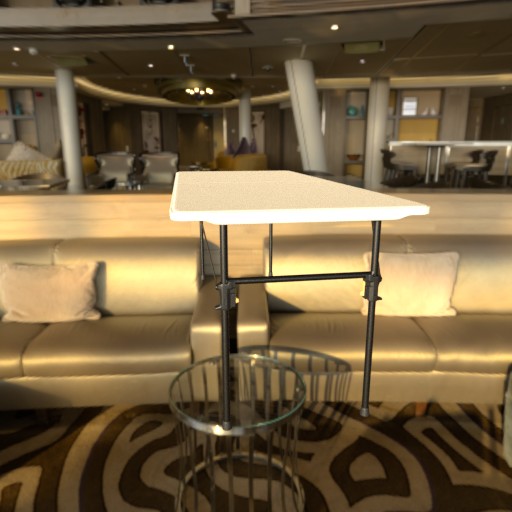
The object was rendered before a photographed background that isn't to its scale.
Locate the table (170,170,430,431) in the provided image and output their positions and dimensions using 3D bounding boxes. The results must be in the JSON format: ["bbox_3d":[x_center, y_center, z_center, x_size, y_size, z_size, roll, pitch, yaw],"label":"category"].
[{"bbox_3d":[0.000,0.000,2.179,0.761,0.719,1.829,-2,14,-9],"label":"table"}]
